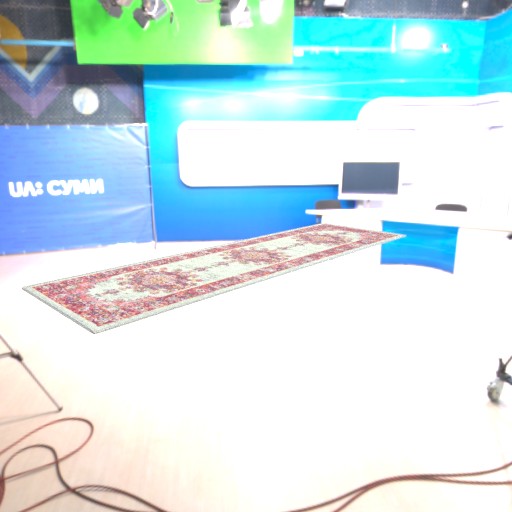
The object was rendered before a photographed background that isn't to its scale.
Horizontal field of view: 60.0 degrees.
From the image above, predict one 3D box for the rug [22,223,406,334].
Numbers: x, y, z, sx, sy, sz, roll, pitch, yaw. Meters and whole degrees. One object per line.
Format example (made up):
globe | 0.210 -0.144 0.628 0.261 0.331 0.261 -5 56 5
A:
rug | 0.000 0.000 2.021 0.562 0.009 1.824 14 20 43
